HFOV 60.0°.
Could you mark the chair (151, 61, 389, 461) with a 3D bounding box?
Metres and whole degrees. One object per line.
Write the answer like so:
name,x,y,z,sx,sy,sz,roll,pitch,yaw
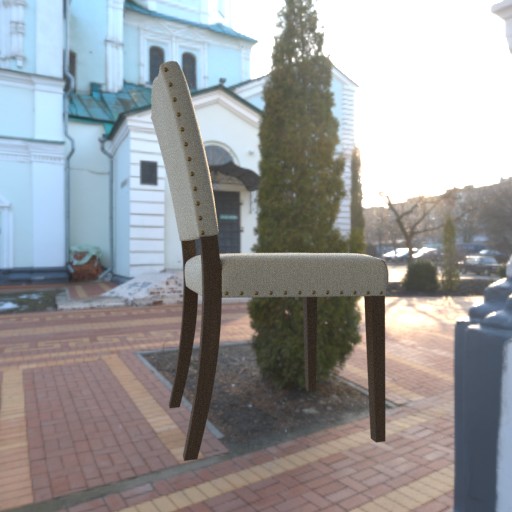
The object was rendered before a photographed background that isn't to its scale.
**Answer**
chair,0.000,0.000,1.365,0.619,1.015,0.508,0,1,-16
